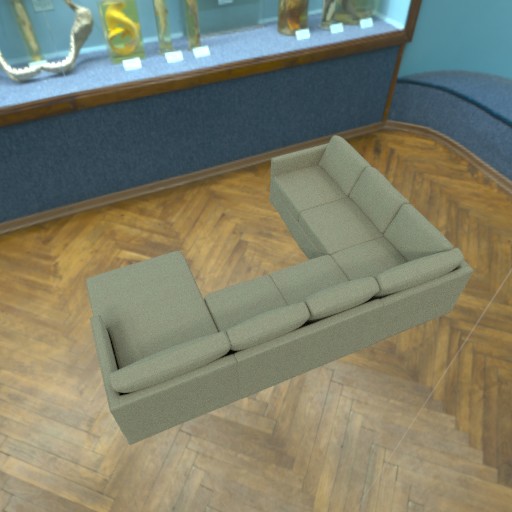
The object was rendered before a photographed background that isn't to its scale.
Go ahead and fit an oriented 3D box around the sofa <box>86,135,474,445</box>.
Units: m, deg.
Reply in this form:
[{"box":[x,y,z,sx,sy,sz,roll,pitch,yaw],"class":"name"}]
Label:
[{"box":[0.000,0.000,4.645,3.460,0.882,2.427,-18,50,-16],"class":"sofa"}]
